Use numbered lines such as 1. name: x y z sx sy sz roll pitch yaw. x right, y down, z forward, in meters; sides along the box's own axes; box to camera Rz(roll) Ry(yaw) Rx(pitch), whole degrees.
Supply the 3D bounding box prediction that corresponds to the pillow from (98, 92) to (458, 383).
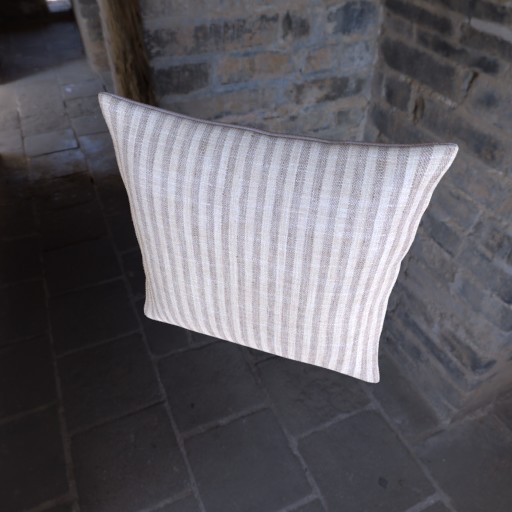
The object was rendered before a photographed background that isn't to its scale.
1. pillow: 0.000 0.000 0.773 0.523 0.510 0.166 13 44 14
